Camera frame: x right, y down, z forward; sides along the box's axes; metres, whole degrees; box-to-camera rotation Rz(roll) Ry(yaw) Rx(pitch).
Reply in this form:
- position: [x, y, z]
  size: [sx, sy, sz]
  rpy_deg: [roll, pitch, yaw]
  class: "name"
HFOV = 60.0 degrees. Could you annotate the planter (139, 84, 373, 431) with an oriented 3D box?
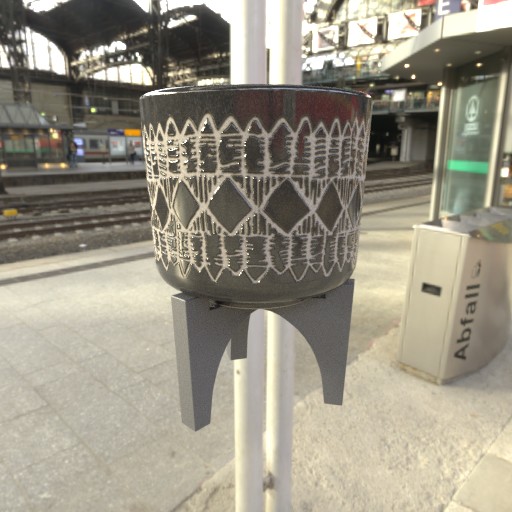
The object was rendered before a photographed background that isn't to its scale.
- position: [0.000, 0.000, 0.530]
  size: [0.251, 0.355, 0.251]
  rpy_deg: [12, 18, 42]
  class: "planter"
